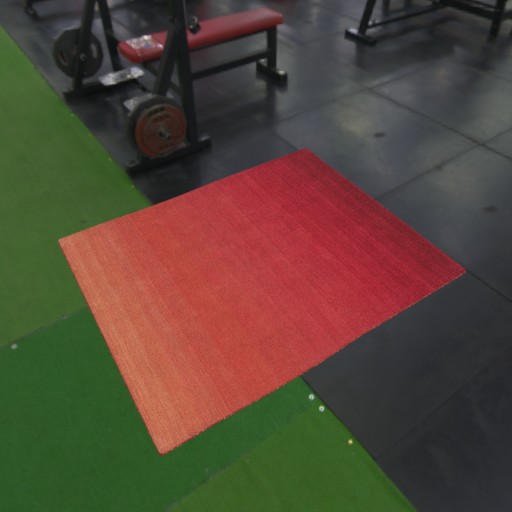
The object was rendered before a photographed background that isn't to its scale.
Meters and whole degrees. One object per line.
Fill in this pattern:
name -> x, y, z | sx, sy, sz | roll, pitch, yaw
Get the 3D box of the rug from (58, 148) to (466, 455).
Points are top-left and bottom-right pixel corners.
rug -> 0.000, 0.000, 3.995 | 2.905, 0.028, 2.340 | -25, 51, -22
